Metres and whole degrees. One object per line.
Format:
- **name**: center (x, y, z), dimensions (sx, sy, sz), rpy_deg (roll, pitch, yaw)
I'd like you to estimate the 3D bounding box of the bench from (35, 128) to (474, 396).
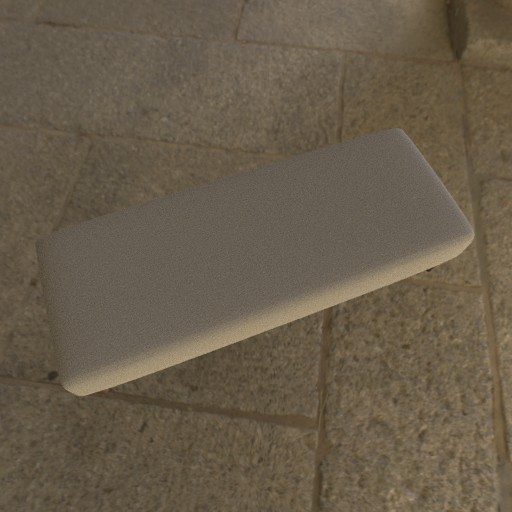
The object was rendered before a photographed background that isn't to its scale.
- **bench**: center (0.000, 0.000, 1.854), dimensions (1.609, 0.393, 0.646), rpy_deg (-19, 64, -10)
